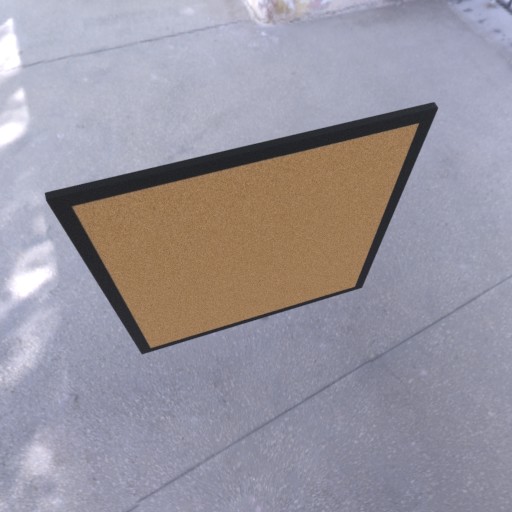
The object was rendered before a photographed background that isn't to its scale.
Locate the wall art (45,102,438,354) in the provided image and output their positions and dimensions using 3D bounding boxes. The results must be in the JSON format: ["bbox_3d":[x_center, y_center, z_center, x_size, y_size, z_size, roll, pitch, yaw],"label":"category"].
[{"bbox_3d":[0.000,0.000,0.993,0.663,0.659,0.016,-16,59,-10],"label":"wall art"}]
